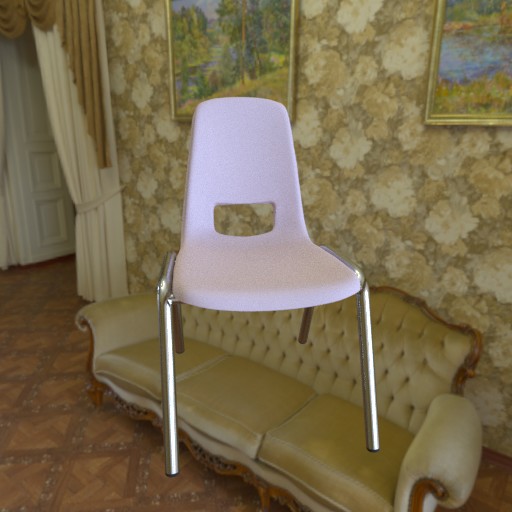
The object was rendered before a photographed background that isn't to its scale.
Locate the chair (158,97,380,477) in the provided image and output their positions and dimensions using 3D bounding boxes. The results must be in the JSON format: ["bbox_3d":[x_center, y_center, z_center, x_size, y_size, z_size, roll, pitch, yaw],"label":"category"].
[{"bbox_3d":[0.000,0.000,0.830,0.354,0.586,0.423,-3,16,-9],"label":"chair"}]
